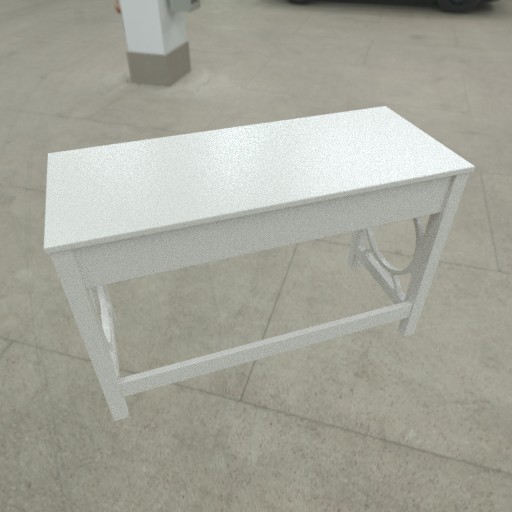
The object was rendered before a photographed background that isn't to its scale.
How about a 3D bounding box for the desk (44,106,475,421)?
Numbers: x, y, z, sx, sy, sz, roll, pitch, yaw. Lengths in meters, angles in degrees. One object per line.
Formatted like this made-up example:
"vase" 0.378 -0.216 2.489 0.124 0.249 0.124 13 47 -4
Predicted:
"desk" 0.000 0.000 1.580 1.191 0.762 0.504 -12 41 -14
